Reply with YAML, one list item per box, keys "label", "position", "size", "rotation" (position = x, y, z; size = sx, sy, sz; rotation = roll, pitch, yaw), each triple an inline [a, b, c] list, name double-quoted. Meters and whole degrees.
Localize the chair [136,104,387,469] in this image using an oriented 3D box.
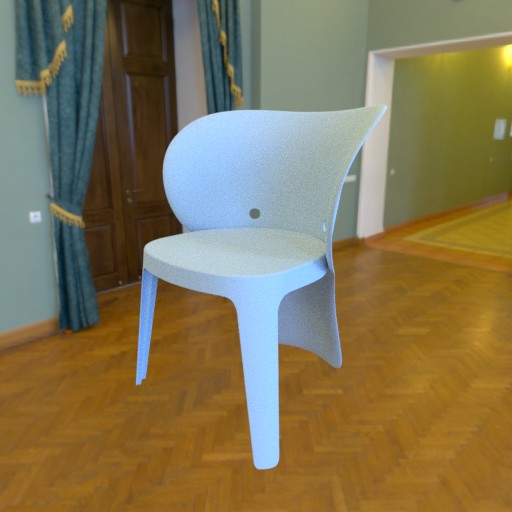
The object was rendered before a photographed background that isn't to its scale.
- label: "chair"
  position: [0.000, 0.000, 0.857]
  size: [0.451, 0.554, 0.402]
  rotation: [14, 21, 41]
